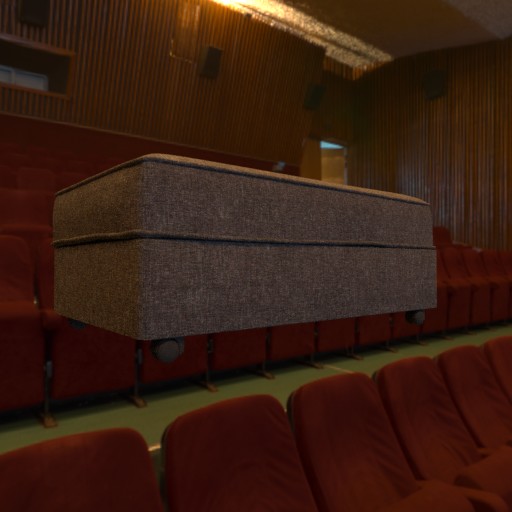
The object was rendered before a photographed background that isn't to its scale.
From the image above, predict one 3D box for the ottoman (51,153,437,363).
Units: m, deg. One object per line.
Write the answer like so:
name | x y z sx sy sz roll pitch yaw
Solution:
ottoman | 0.000 0.000 1.541 1.184 0.487 0.717 1 -1 -38
